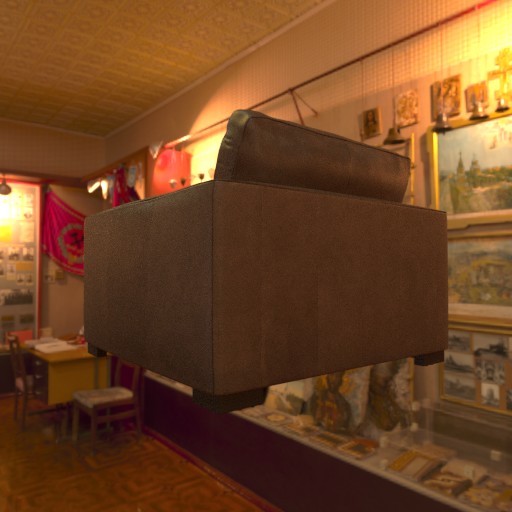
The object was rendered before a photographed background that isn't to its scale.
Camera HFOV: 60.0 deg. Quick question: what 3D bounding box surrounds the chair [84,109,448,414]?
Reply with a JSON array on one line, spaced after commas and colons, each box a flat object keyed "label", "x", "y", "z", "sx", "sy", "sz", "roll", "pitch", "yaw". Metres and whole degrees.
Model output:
[{"label": "chair", "x": 0.000, "y": 0.000, "z": 1.784, "sx": 1.100, "sy": 0.812, "sz": 1.069, "roll": 1, "pitch": -2, "yaw": -37}]
